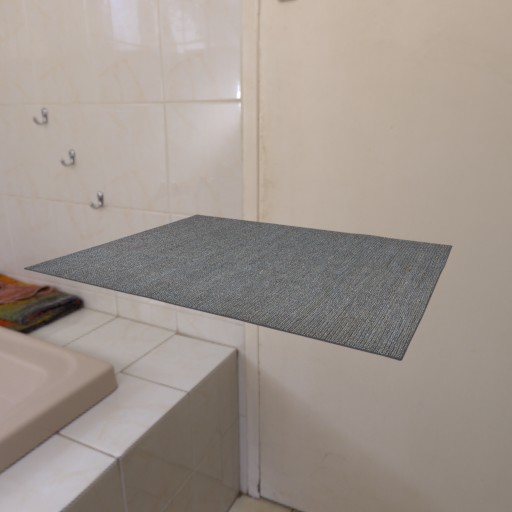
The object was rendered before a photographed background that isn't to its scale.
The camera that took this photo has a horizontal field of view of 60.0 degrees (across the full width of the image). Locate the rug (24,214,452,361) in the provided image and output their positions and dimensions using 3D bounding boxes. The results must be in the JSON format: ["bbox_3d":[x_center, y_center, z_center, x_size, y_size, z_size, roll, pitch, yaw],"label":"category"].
[{"bbox_3d":[0.000,0.000,4.010,3.068,0.021,2.456,9,20,27],"label":"rug"}]
